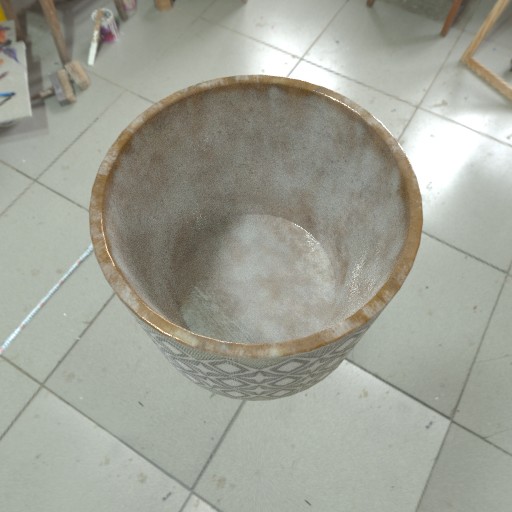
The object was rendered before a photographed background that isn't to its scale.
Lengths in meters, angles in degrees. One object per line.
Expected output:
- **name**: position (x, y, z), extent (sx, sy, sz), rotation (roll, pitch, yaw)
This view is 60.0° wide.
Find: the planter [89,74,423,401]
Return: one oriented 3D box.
- **planter**: position (0.000, 0.000, 0.441), extent (0.255, 0.223, 0.255), rotation (0, 64, 0)
